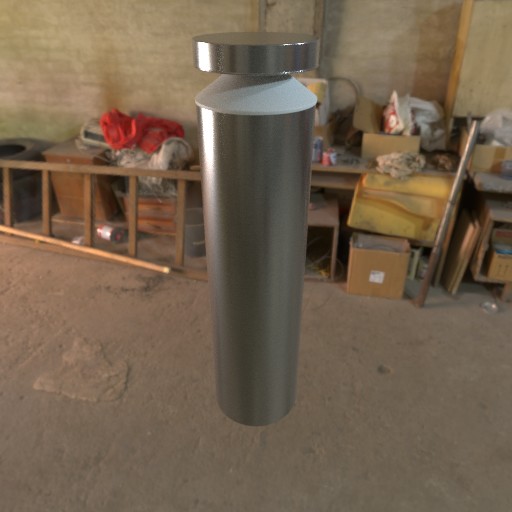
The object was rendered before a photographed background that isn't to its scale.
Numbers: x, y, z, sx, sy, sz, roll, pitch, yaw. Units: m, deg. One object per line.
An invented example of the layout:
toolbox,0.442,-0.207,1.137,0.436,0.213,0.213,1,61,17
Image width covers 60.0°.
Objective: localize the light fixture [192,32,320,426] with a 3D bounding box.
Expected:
light fixture,0.000,0.000,0.451,0.102,0.400,0.102,-11,33,-17
